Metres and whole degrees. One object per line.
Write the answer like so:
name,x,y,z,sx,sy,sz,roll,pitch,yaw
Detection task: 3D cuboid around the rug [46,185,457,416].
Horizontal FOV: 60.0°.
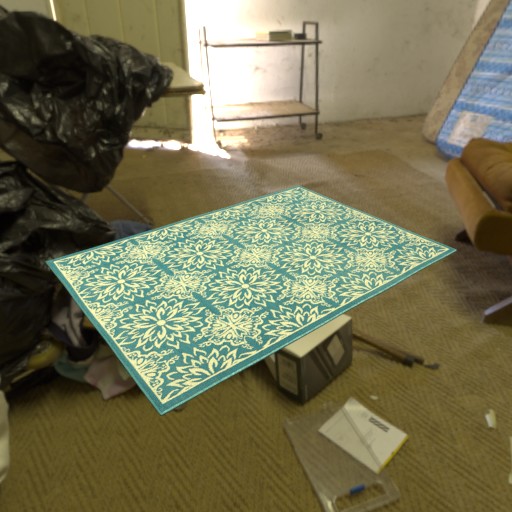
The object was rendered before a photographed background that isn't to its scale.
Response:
rug,0.000,0.000,2.897,2.205,0.012,1.554,-21,36,-33
